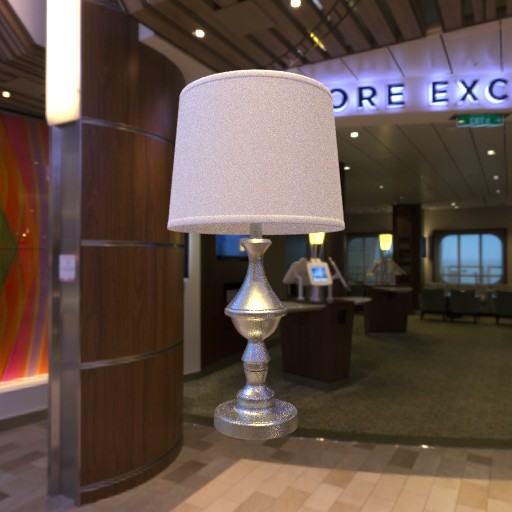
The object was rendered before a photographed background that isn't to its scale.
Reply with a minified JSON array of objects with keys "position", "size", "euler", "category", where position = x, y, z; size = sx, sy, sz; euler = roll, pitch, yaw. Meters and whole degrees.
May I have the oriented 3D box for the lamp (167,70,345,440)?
[{"position":[0.000,0.000,0.976],"size":[0.383,0.733,0.383],"euler":[0,0,0],"category":"lamp"}]
